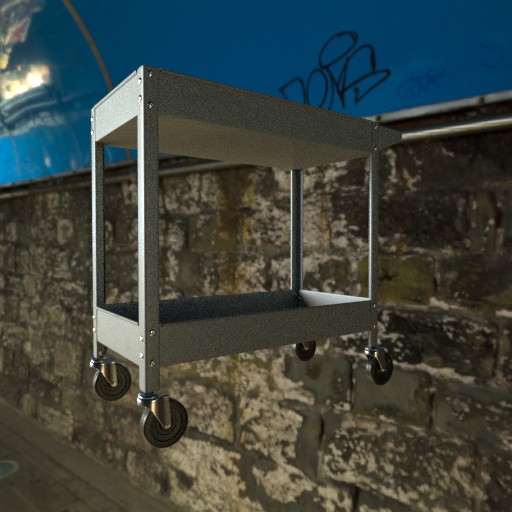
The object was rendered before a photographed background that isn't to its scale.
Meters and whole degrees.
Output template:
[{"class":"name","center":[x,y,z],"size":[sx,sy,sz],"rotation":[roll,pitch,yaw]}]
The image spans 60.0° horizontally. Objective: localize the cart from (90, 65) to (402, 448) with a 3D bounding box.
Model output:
[{"class":"cart","center":[0.000,0.000,1.178],"size":[0.779,0.719,0.366],"rotation":[-1,2,-36]}]
